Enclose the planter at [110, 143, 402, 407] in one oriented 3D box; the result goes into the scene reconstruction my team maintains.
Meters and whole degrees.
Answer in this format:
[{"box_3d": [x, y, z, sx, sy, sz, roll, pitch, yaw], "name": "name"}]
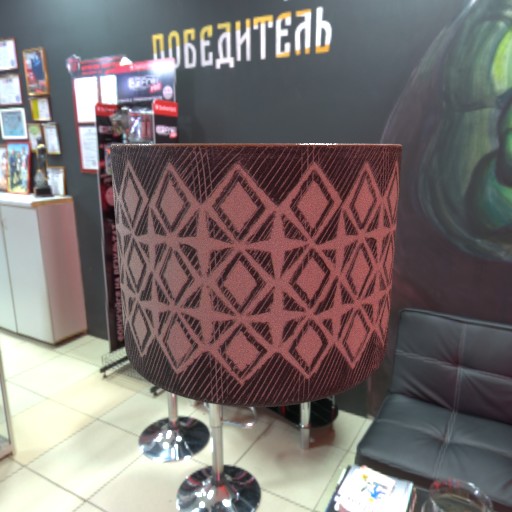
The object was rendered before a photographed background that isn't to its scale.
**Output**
[{"box_3d": [0.000, 0.000, 0.214, 0.126, 0.104, 0.126, 0, 14, 0], "name": "planter"}]
